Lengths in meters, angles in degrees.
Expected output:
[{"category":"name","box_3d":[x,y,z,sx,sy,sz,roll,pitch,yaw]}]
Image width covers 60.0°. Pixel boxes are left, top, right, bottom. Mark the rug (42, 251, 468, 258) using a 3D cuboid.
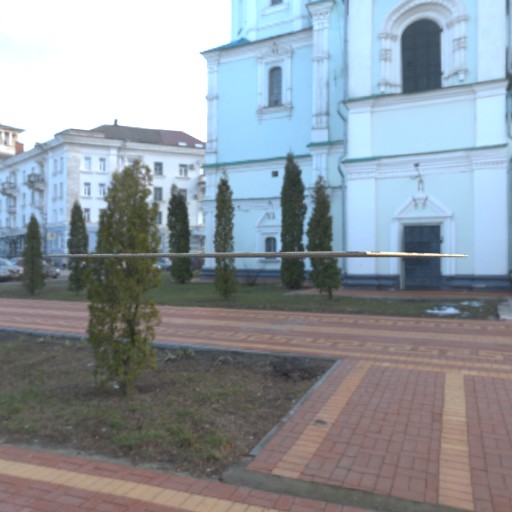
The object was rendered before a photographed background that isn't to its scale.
[{"category":"rug","box_3d":[0.000,0.000,3.790,2.910,0.021,2.211,0,0,37]}]
